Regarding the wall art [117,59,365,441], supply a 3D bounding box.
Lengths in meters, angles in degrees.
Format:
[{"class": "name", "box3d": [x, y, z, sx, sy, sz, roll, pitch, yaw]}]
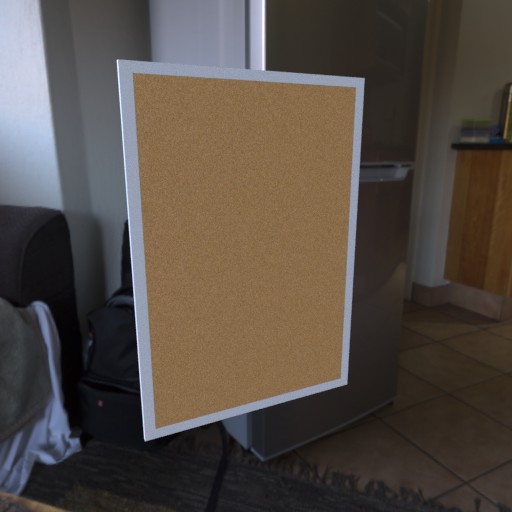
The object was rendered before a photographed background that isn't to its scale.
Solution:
[{"class": "wall art", "box3d": [0.000, 0.000, 1.204, 0.659, 0.940, 0.013, -7, 16, -25]}]
